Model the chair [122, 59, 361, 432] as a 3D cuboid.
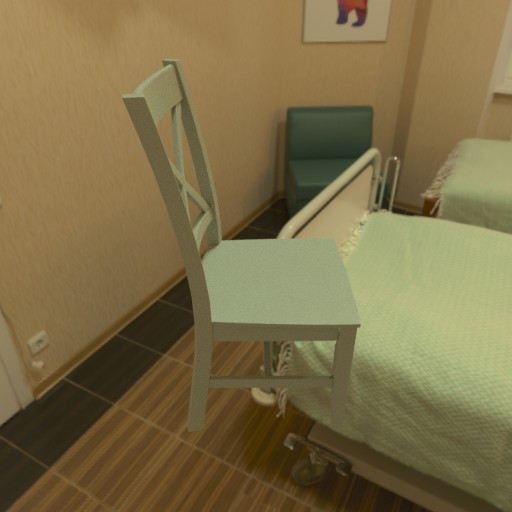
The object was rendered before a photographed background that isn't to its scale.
[{"bbox_3d":[0.000,0.000,1.278,0.542,0.983,0.485,0,32,0],"label":"chair"}]
